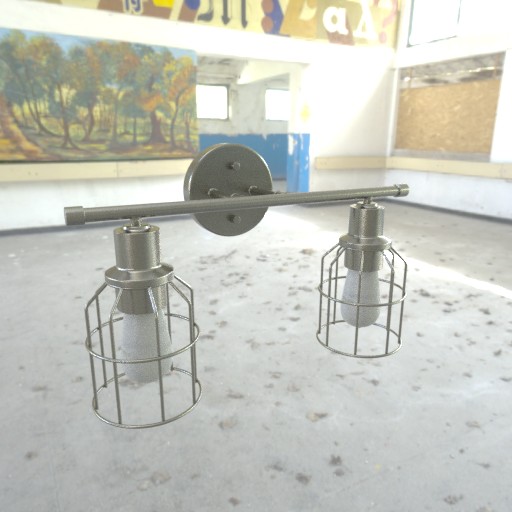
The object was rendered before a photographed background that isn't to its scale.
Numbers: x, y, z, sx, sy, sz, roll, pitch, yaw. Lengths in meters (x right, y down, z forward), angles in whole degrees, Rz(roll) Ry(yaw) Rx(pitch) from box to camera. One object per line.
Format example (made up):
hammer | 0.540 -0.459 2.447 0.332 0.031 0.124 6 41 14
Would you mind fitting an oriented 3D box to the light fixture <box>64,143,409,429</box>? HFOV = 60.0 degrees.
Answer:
light fixture | 0.000 0.000 0.520 0.406 0.254 0.165 -8 17 -27
